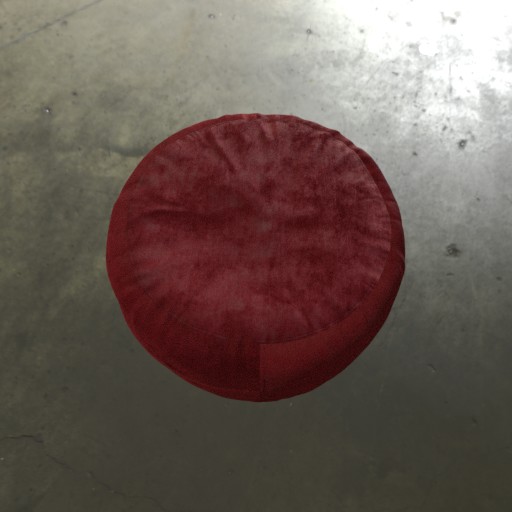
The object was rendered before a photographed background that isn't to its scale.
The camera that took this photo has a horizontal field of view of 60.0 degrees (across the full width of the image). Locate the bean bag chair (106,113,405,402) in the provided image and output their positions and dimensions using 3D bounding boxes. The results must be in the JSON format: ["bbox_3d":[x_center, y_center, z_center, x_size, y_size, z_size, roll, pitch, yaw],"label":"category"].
[{"bbox_3d":[0.000,0.000,1.983,1.219,0.762,1.219,0,65,0],"label":"bean bag chair"}]
